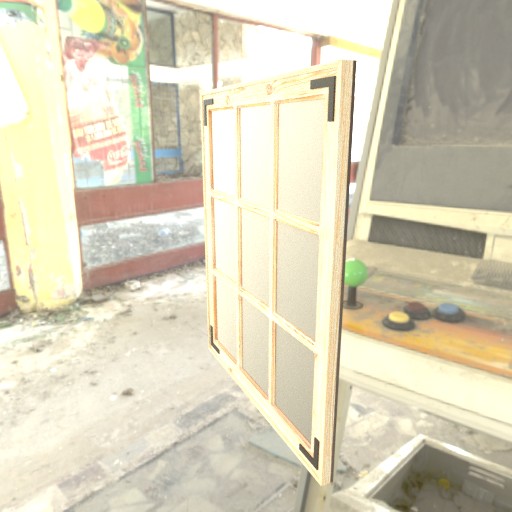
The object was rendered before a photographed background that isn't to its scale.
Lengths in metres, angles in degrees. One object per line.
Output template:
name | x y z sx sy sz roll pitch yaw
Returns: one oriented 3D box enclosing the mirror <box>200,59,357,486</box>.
mirror | 0.000 0.000 1.194 0.032 0.882 0.730 -7 17 -25
